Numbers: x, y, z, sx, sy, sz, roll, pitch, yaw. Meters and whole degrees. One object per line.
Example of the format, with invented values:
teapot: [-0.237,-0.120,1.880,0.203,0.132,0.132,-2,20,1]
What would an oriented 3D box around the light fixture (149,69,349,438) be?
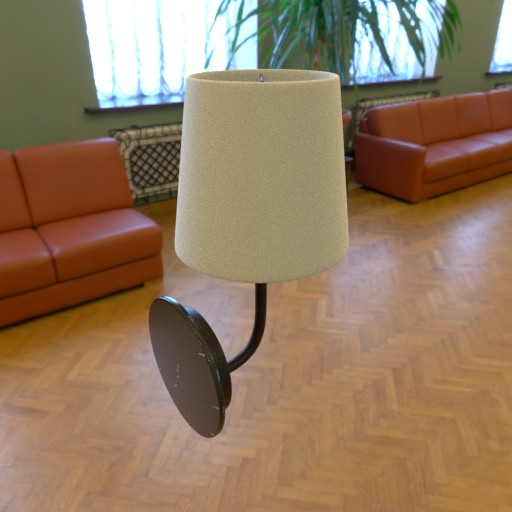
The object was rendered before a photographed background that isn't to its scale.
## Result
light fixture: [0.000,0.000,0.445,0.188,0.337,0.168,-19,32,-32]
